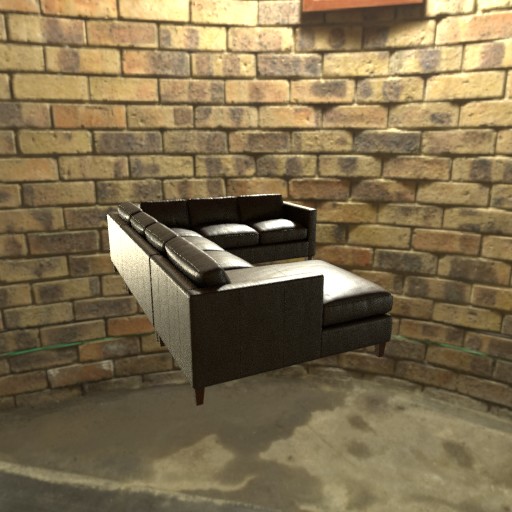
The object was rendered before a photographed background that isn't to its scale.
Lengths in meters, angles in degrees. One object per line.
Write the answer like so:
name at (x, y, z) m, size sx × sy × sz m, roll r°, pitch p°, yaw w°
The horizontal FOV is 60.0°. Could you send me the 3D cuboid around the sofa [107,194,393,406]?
sofa at (0.000, 0.000, 4.564) m, size 2.452 × 0.891 × 3.324 m, roll -7°, pitch 16°, yaw -25°
